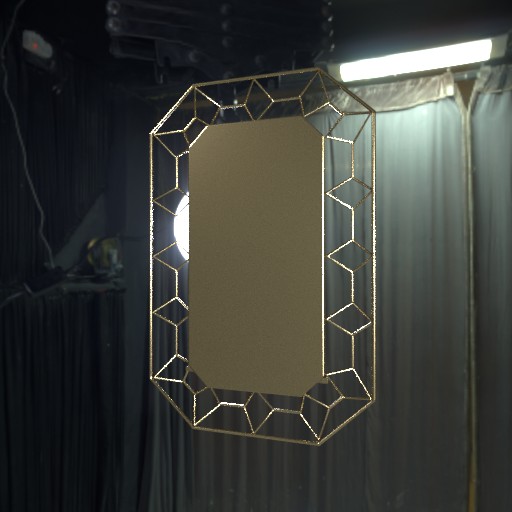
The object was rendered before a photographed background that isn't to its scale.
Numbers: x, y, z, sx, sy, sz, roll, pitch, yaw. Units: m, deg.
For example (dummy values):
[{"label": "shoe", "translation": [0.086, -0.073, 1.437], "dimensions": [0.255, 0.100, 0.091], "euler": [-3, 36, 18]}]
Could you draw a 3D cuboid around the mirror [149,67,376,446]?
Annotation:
[{"label": "mirror", "translation": [0.000, 0.000, 1.087], "dimensions": [0.572, 0.870, 0.051], "euler": [0, 0, 18]}]
